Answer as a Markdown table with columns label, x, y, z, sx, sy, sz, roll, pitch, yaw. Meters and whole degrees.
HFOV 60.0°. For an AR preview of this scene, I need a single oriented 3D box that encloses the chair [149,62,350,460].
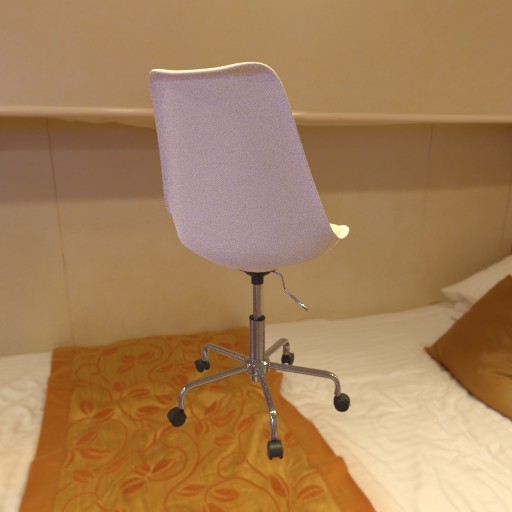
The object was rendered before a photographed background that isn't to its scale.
| label | x | y | z | sx | sy | sz | roll | pitch | yaw |
| --- | --- | --- | --- | --- | --- | --- | --- | --- | --- |
| chair | 0.000 | 0.000 | 1.244 | 0.550 | 0.930 | 0.550 | 8 | 18 | 26 |
